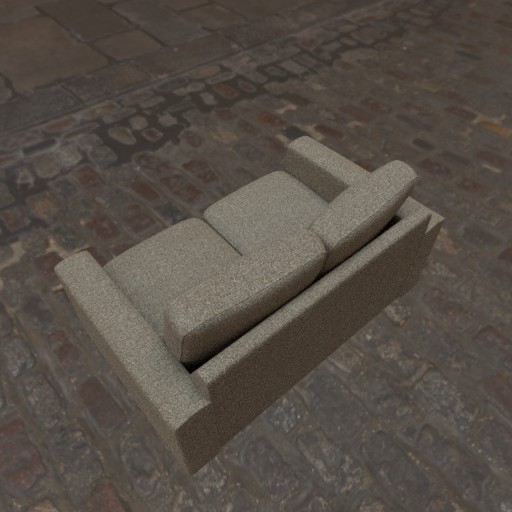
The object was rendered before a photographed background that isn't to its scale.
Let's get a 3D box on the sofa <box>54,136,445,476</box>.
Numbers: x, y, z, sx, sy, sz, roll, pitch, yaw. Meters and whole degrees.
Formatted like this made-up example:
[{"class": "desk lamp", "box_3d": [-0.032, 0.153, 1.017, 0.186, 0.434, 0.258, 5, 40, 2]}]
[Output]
[{"class": "sofa", "box_3d": [0.000, 0.000, 2.189, 1.616, 0.873, 1.016, -33, 56, -26]}]
